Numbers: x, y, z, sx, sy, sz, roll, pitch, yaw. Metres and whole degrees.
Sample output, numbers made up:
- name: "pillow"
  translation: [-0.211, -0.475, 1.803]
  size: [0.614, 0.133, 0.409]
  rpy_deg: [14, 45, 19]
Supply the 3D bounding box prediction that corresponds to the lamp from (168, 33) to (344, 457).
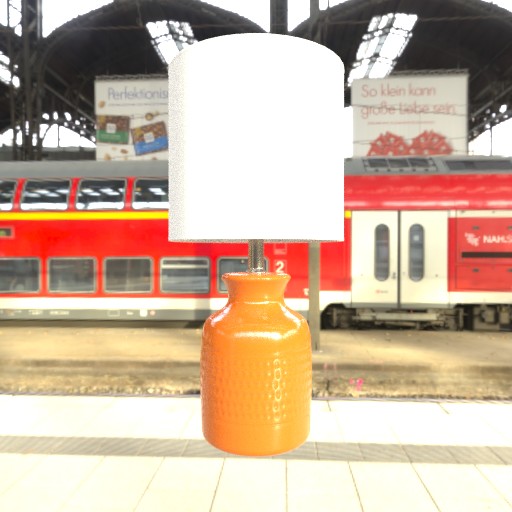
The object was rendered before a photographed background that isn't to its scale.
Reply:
- name: "lamp"
  translation: [0.000, 0.000, 1.076]
  size: [0.418, 0.871, 0.418]
  rpy_deg: [0, 1, 2]
